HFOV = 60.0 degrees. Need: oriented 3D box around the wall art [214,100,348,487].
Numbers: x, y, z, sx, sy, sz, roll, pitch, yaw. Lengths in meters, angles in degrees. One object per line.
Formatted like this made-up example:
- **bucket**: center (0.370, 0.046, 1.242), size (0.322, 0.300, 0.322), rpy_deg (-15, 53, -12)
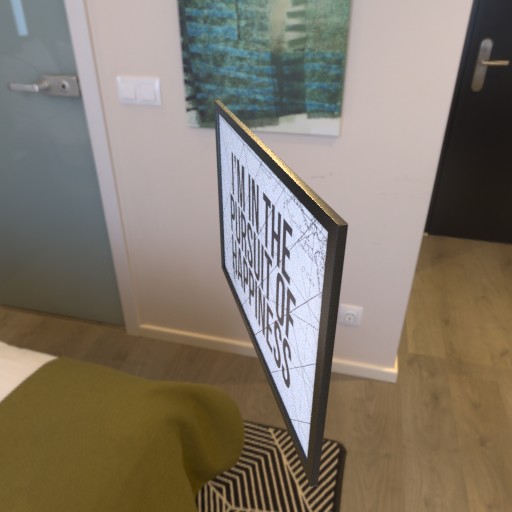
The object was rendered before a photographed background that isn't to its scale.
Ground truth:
- **wall art**: center (0.000, 0.000, 1.041), size (0.015, 0.552, 0.819), rpy_deg (-8, 31, -14)
